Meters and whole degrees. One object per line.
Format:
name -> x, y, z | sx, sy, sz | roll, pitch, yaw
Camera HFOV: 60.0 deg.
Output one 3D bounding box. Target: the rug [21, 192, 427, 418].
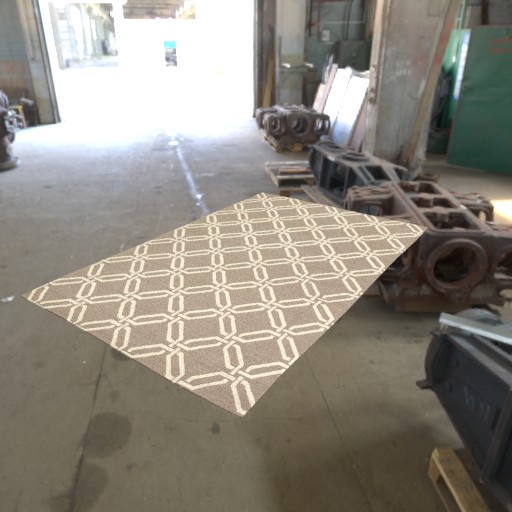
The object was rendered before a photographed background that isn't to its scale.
rug -> 0.000, 0.000, 2.150 | 1.142, 0.010, 1.748 | 17, 30, 32
